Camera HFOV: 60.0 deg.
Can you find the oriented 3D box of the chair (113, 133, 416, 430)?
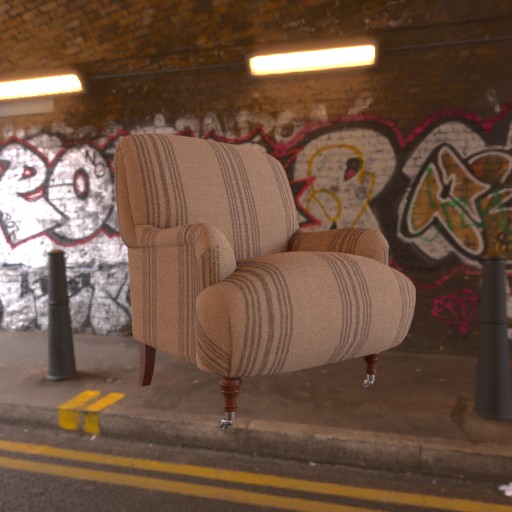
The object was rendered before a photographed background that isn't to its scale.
[{"bbox_3d":[0.000,0.000,1.578,0.813,0.940,0.914,0,1,-37],"label":"chair"}]
